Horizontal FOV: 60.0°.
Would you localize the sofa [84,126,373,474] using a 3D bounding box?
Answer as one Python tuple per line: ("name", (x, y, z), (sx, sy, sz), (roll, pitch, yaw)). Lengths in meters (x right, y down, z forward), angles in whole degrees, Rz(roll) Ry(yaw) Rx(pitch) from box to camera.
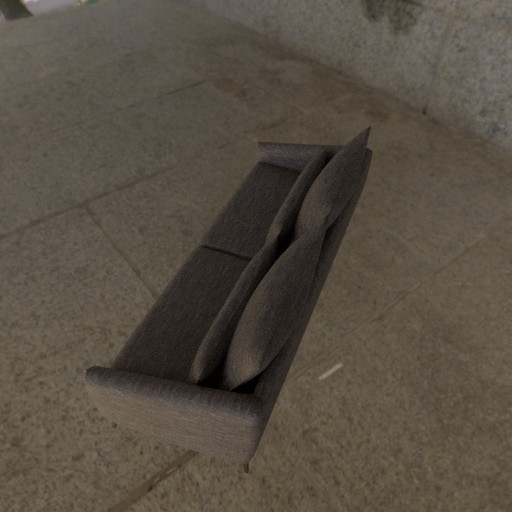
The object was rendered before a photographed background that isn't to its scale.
("sofa", (0.000, 0.000, 2.432), (0.807, 0.843, 2.019), (17, 49, 15))
